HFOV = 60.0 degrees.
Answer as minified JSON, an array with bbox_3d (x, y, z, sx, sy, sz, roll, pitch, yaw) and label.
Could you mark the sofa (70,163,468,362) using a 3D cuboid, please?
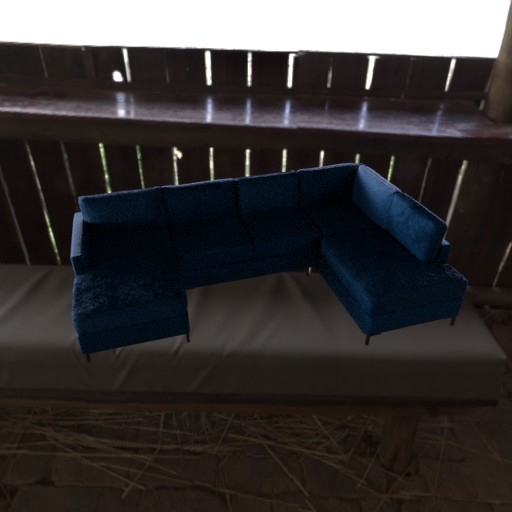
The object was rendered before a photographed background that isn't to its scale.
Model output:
[{"bbox_3d":[0.000,0.000,4.400,3.434,0.992,2.055,-9,34,-14],"label":"sofa"}]
